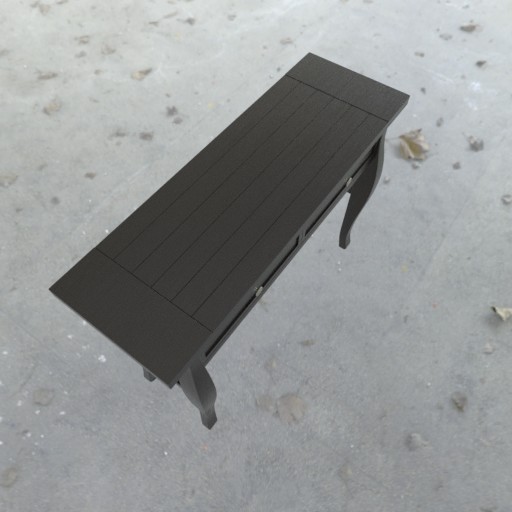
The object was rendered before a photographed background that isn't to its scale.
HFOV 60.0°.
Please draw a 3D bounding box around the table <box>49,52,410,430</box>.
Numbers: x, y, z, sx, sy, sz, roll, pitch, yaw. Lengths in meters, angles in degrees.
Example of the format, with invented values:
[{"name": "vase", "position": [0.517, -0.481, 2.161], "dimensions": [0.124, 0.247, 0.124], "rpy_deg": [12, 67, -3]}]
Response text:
[{"name": "table", "position": [0.000, 0.000, 1.472], "dimensions": [0.373, 0.768, 1.062], "rpy_deg": [32, 64, 18]}]
